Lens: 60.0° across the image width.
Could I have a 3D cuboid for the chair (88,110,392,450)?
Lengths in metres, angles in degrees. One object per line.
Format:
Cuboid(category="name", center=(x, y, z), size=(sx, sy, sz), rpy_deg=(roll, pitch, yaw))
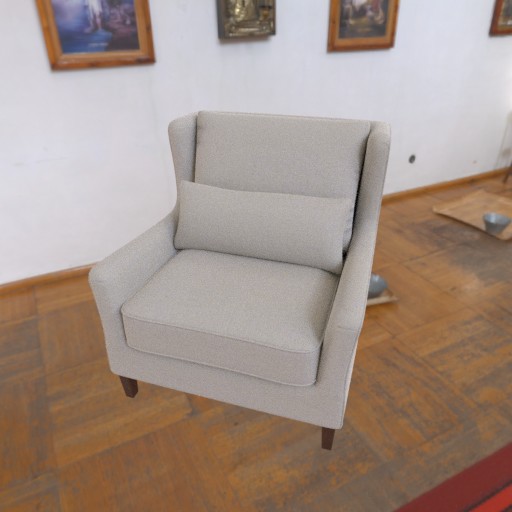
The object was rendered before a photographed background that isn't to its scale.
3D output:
Cuboid(category="chair", center=(0.000, 0.000, 1.906), size=(0.982, 1.056, 1.040), rpy_deg=(9, 30, 16))
